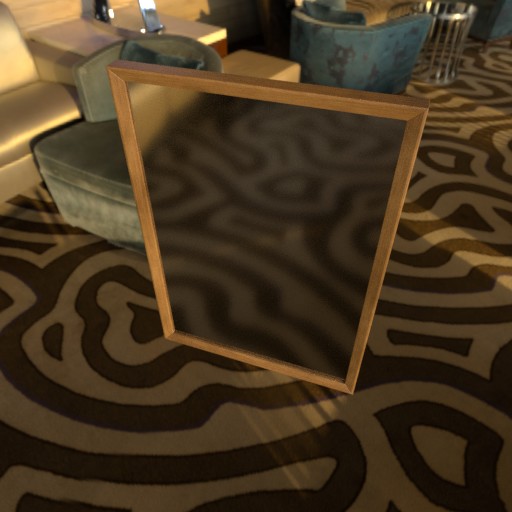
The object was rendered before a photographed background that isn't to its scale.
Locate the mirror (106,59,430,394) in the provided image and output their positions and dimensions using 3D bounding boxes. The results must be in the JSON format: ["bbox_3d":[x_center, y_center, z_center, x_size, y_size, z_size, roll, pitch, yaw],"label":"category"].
[{"bbox_3d":[0.000,0.000,0.909,0.508,0.711,0.039,13,43,14],"label":"mirror"}]
